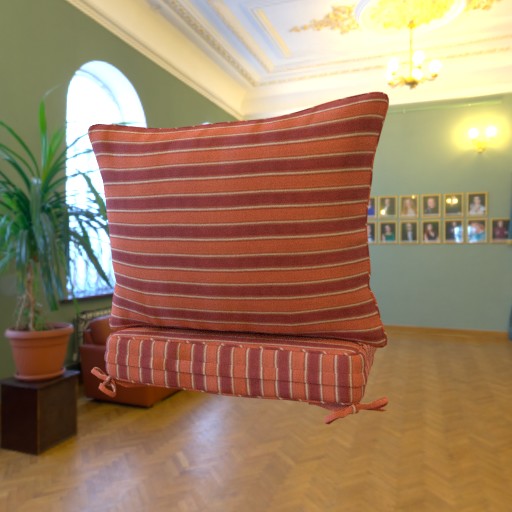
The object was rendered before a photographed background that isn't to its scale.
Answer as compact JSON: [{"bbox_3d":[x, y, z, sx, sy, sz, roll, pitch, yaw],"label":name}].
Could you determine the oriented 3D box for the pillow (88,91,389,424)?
[{"bbox_3d":[0.000,0.000,1.355,0.799,0.723,0.733,0,1,19],"label":"pillow"}]
